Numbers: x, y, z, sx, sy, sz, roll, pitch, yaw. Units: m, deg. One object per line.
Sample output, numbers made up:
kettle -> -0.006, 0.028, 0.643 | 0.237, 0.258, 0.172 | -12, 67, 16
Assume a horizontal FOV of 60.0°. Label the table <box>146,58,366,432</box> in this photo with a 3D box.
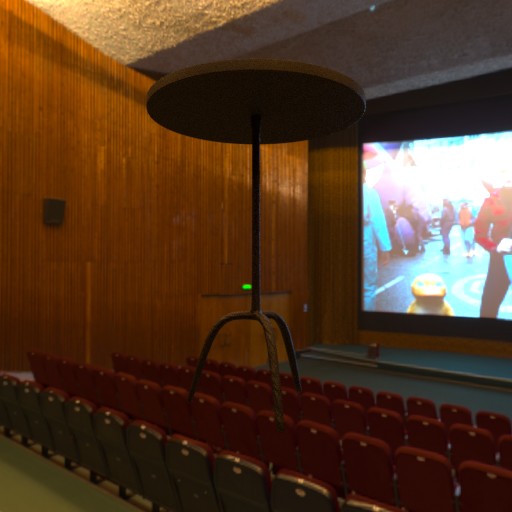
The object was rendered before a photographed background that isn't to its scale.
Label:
table -> 0.000, 0.000, 1.039 | 0.502, 0.700, 0.502 | -1, -1, 37
